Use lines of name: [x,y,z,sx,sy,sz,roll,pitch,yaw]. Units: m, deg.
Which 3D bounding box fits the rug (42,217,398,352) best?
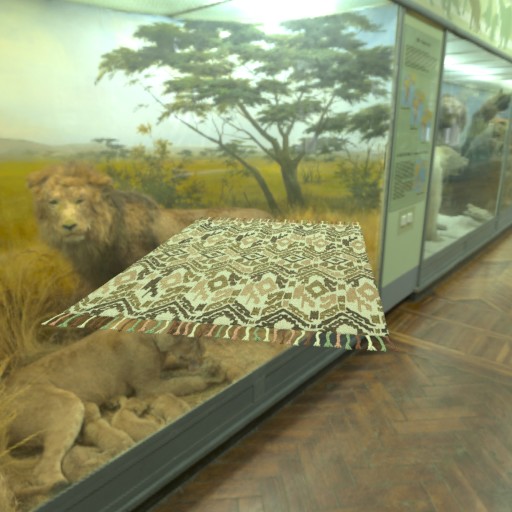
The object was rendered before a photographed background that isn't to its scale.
rug: [0.000,0.000,2.979,1.524,0.008,2.438,3,17,9]
